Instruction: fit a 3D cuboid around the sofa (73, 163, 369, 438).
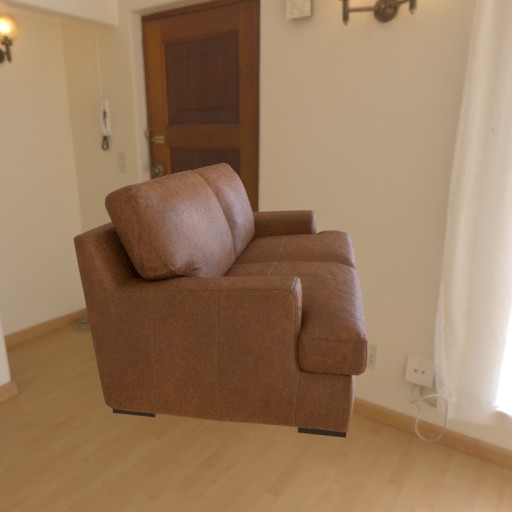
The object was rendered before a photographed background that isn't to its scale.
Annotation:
[{"bbox_3d":[0.000,0.000,2.529,1.144,0.966,1.880,3,16,9],"label":"sofa"}]
